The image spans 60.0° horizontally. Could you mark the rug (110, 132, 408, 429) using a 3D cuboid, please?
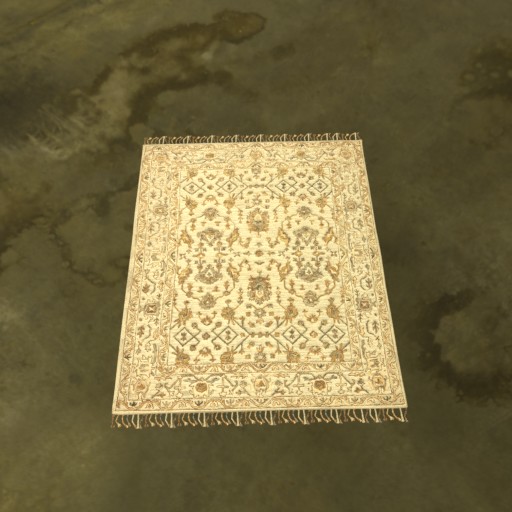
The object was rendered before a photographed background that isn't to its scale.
[{"bbox_3d":[0.000,0.000,4.251,2.426,0.034,3.061,-1,63,-1],"label":"rug"}]
